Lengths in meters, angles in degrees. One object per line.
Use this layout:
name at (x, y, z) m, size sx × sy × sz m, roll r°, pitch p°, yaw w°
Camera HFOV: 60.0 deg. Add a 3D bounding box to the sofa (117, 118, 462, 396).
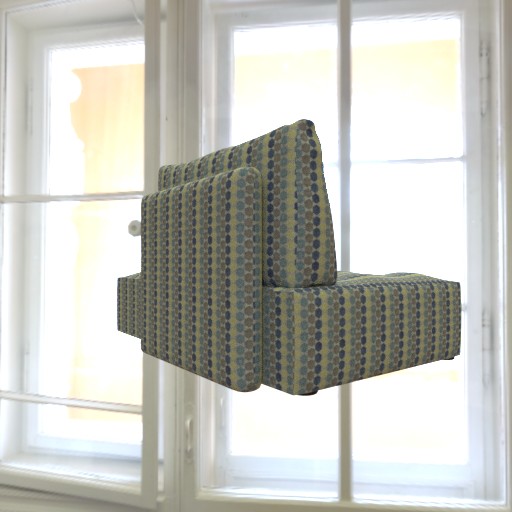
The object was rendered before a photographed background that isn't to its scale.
sofa at (0.000, 0.000, 2.036) m, size 1.000 × 0.820 × 1.450 m, roll 0°, pitch -1°, yaw -37°
